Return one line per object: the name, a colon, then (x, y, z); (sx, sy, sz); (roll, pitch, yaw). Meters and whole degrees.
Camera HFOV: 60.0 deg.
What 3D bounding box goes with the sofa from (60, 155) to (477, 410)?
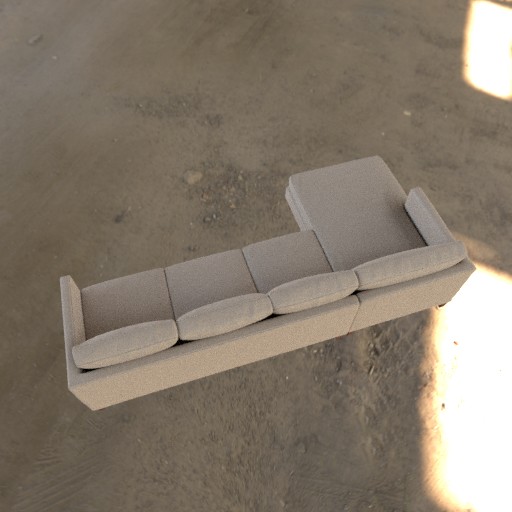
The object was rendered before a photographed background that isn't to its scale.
sofa: (0.000, 0.000, 3.876); (3.186, 0.846, 1.625); (-15, 58, -9)
